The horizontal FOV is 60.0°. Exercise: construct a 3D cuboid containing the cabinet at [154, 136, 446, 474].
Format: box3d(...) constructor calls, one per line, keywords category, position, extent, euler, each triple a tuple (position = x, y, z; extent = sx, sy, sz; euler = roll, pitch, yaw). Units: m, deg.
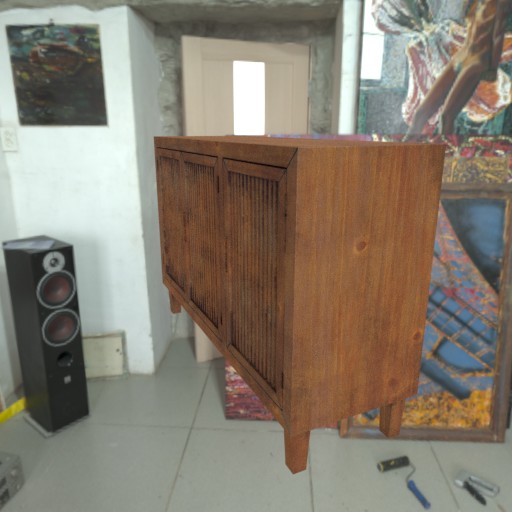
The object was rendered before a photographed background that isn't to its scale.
box3d(category="cabinet", position=(0.000, 0.000, 1.579), extent=(0.403, 0.805, 1.204), euler=(-8, 18, -25))
